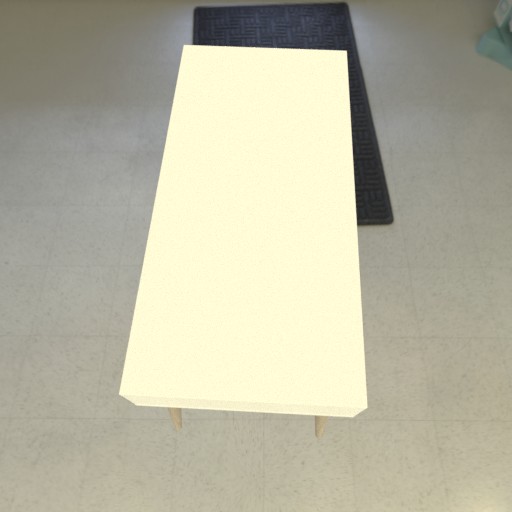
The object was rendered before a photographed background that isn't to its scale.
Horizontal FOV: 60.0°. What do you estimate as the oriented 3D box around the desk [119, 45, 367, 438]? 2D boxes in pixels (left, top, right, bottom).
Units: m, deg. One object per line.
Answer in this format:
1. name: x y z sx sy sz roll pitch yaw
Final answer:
1. desk: 0.000 0.000 1.378 0.491 0.723 0.979 3 63 1
